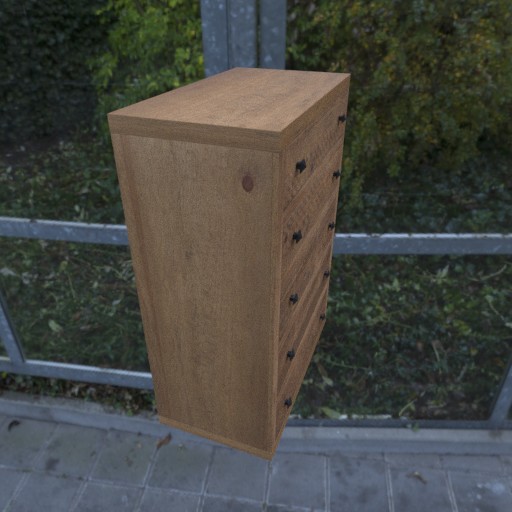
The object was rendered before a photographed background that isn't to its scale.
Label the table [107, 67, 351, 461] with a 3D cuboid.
[{"bbox_3d":[0.000,0.000,1.817,0.524,1.294,0.901,11,33,18],"label":"table"}]
